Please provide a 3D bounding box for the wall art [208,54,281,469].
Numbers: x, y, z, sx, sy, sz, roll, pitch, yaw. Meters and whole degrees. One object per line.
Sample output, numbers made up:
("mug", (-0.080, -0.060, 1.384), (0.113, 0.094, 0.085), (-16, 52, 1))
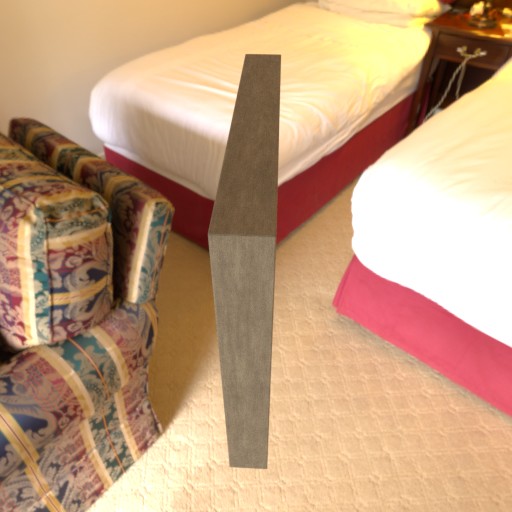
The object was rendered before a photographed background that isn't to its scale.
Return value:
("wall art", (0.000, 0.000, 0.457), (0.038, 0.302, 0.303), (2, 42, 2))
